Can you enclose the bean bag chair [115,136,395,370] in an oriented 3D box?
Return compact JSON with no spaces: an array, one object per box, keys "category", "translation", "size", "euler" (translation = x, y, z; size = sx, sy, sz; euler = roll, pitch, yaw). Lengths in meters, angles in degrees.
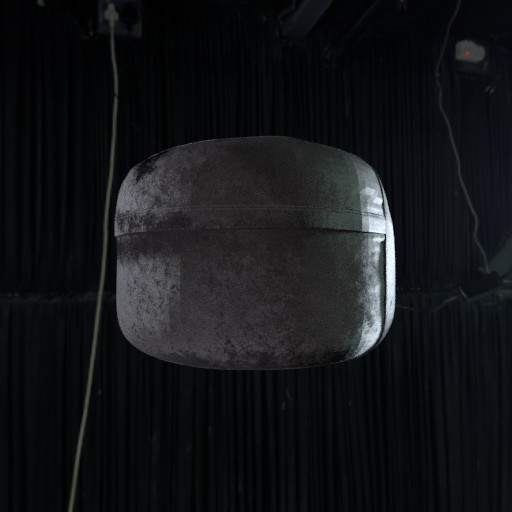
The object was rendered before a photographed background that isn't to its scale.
[{"category":"bean bag chair","translation":[0.000,0.000,1.500],"size":[0.918,0.605,0.918],"euler":[0,-1,0]}]
